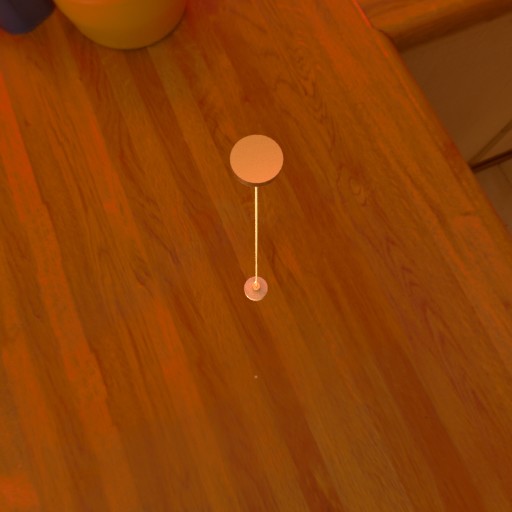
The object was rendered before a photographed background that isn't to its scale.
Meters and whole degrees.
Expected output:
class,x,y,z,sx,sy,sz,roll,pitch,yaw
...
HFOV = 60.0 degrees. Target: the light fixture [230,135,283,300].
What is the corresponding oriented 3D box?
class,x,y,z,sx,sy,sz,roll,pitch,yaw
light fixture,0.000,0.000,1.806,0.129,1.669,0.129,36,78,9
